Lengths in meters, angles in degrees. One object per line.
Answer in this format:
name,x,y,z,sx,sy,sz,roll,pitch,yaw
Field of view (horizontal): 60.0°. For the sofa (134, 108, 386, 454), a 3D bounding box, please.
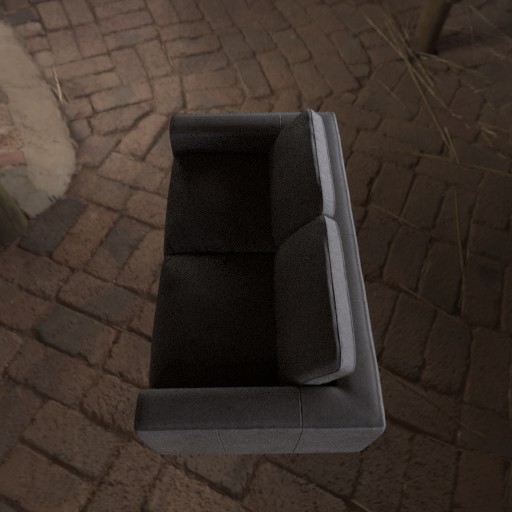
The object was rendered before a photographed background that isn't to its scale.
sofa,0.000,0.000,2.443,1.070,0.800,1.920,-1,58,-1
